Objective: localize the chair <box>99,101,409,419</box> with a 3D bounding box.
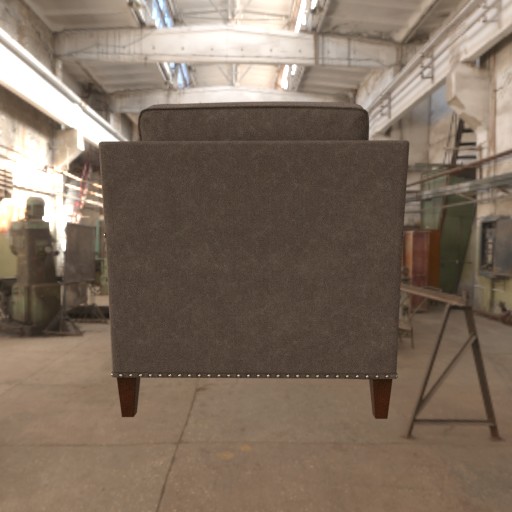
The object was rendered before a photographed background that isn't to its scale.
[{"bbox_3d":[0.000,0.000,1.706,0.853,0.948,1.014,0,2,1],"label":"chair"}]
